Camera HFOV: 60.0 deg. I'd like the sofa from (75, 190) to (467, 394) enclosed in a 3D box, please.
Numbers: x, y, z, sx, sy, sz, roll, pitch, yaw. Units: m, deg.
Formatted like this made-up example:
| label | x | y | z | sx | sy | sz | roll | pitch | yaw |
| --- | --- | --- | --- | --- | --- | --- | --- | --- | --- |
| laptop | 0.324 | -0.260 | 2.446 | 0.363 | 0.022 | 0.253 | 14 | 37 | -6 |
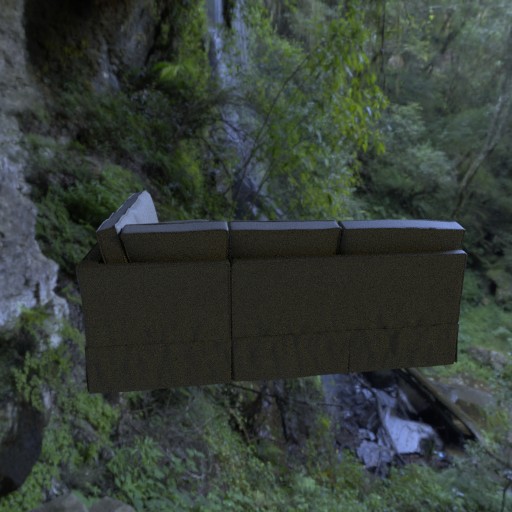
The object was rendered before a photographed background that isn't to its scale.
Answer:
| label | x | y | z | sx | sy | sz | roll | pitch | yaw |
| --- | --- | --- | --- | --- | --- | --- | --- | --- | --- |
| sofa | 0.000 | 0.000 | 4.153 | 2.618 | 1.081 | 2.623 | -2 | 15 | -9 |
